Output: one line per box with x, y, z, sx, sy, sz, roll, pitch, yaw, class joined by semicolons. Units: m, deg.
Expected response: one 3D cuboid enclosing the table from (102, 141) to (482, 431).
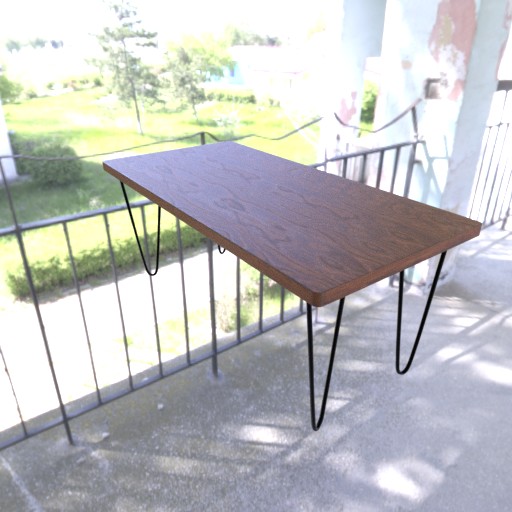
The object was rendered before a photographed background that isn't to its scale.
0.000;0.000;2.296;0.883;0.753;1.791;-18;32;-32;table
